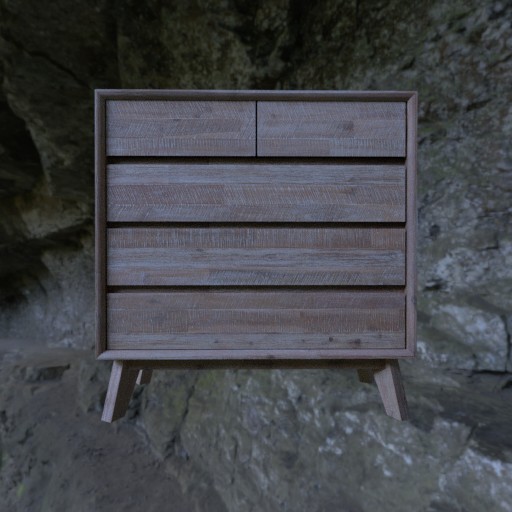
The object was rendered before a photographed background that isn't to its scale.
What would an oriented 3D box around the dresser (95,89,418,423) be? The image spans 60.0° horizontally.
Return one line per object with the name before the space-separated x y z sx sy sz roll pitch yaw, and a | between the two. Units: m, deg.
dresser | 0.000 0.000 1.601 0.998 1.029 0.455 0 0 -1
